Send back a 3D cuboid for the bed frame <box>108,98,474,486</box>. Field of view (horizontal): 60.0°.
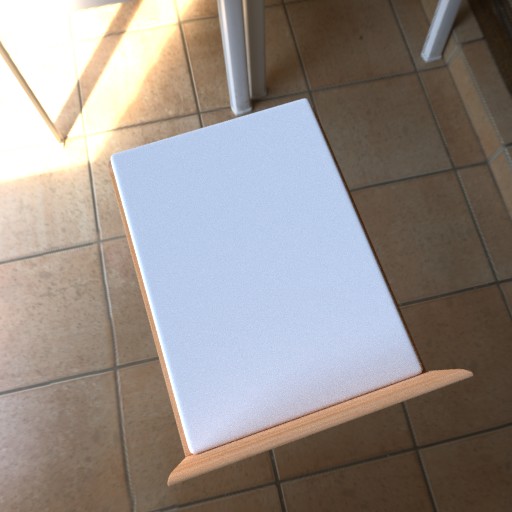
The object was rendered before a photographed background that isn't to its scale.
[{"bbox_3d":[0.000,0.000,2.703,1.472,0.940,1.992,-18,75,-5],"label":"bed frame"}]
